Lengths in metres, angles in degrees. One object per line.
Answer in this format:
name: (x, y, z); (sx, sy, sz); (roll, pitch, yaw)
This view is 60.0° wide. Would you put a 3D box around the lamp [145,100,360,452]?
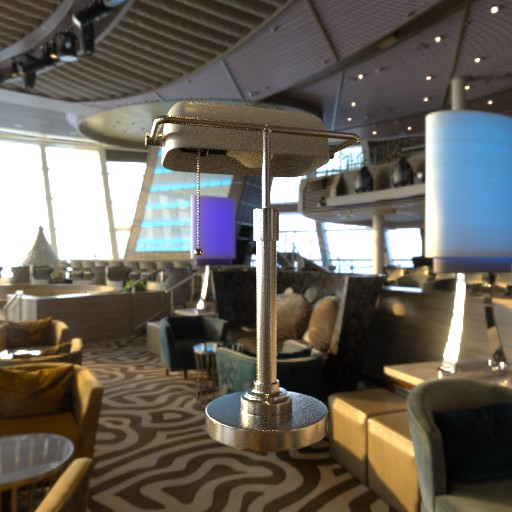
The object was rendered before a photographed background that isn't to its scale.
lamp: (0.000, 0.000, 0.566); (0.269, 0.404, 0.227); (0, -1, -18)
